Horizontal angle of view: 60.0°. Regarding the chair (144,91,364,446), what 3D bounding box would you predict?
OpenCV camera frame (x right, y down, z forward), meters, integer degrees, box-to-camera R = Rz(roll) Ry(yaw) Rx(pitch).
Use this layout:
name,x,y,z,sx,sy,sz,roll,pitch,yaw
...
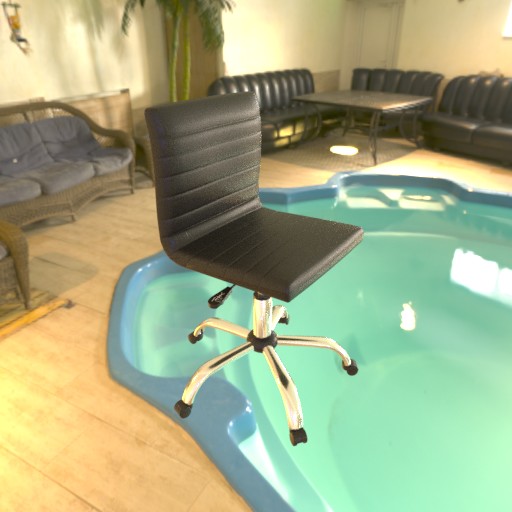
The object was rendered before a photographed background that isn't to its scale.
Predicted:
name,x,y,z,sx,sy,sz,roll,pitch,yaw
chair,0.000,0.000,1.177,0.530,0.780,0.556,18,32,31
